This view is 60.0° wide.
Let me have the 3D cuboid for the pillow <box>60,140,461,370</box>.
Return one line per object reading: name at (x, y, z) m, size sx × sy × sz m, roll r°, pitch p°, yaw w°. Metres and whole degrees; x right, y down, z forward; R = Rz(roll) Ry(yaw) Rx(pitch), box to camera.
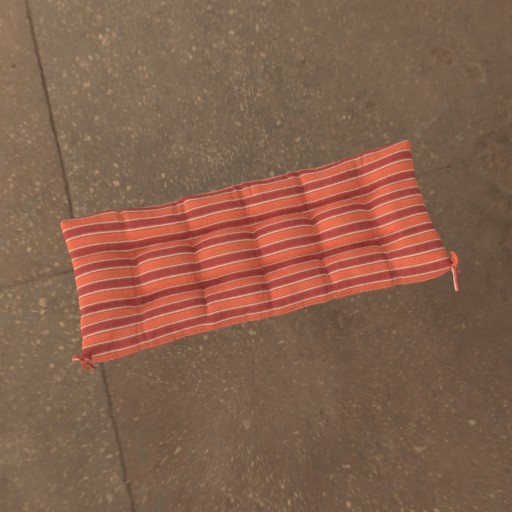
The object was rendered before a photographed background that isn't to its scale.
pillow at (0.000, 0.000, 1.348) m, size 1.194 × 0.174 × 0.511 m, roll -14°, pitch 76°, yaw -4°
